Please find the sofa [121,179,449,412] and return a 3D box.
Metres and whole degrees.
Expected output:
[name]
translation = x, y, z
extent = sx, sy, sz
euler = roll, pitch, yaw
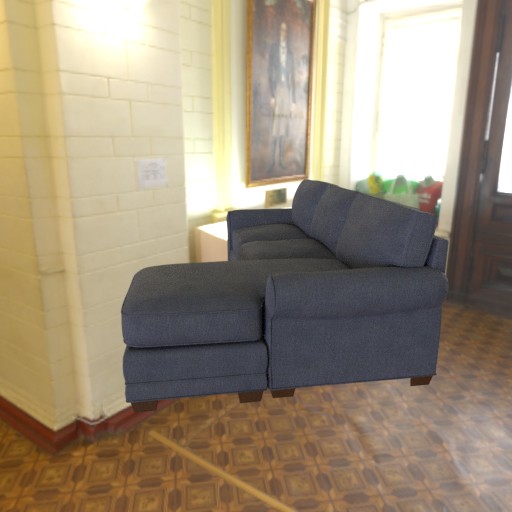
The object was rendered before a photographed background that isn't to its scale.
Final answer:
[sofa]
translation = 0.000, 0.000, 3.485
extent = 1.780, 1.063, 2.567
euler = -2, 14, -9
